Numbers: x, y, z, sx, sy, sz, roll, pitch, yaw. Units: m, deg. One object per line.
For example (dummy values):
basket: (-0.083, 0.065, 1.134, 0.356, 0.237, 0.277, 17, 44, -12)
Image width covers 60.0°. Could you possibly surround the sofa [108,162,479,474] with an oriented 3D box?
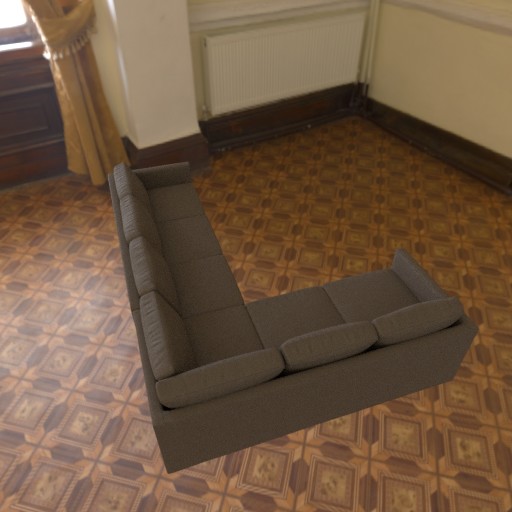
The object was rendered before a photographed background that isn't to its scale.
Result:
sofa: (0.000, 0.000, 4.274, 2.432, 0.871, 3.182, -13, 42, -14)
